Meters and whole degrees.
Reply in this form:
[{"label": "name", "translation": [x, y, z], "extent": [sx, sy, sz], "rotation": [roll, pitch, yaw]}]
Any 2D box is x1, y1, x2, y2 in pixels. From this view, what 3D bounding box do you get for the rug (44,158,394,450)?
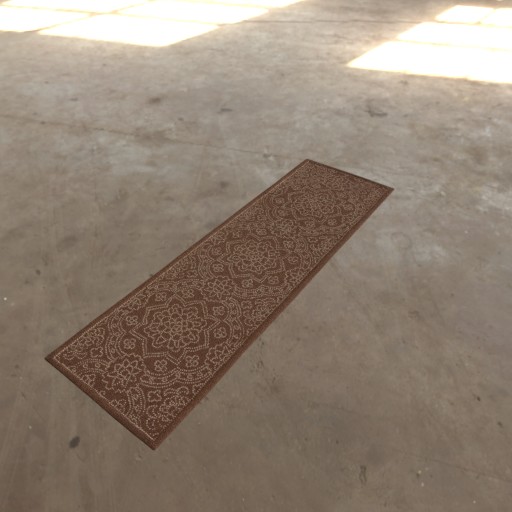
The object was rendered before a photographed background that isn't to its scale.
[{"label": "rug", "translation": [0.000, 0.000, 2.725], "extent": [0.769, 0.012, 2.448], "rotation": [26, 48, 26]}]
